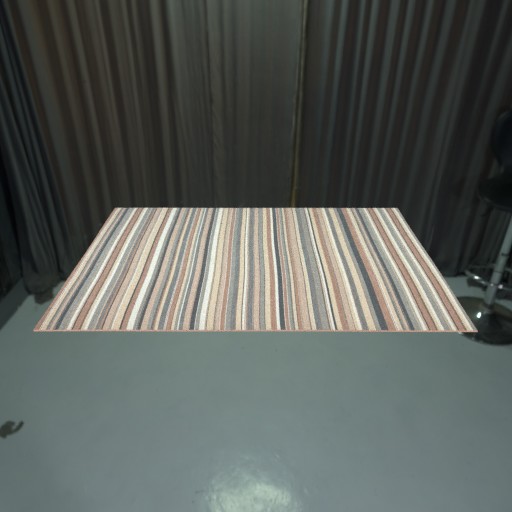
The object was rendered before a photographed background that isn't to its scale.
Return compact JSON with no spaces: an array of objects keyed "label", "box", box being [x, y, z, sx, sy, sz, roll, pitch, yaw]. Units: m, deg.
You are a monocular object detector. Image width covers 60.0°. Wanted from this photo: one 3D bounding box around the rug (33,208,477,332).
[{"label":"rug","box":[0.000,0.000,2.344,1.829,0.008,1.219,0,31,0]}]
